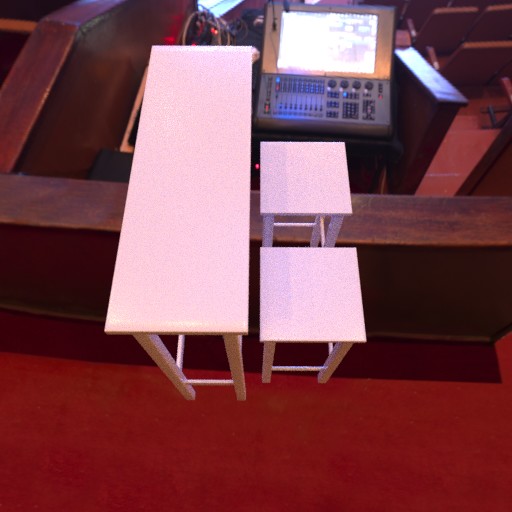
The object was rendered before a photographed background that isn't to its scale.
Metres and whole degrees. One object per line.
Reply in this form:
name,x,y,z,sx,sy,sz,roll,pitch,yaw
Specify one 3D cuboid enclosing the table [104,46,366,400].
table,0.000,0.000,1.637,0.650,1.065,0.915,0,63,0
